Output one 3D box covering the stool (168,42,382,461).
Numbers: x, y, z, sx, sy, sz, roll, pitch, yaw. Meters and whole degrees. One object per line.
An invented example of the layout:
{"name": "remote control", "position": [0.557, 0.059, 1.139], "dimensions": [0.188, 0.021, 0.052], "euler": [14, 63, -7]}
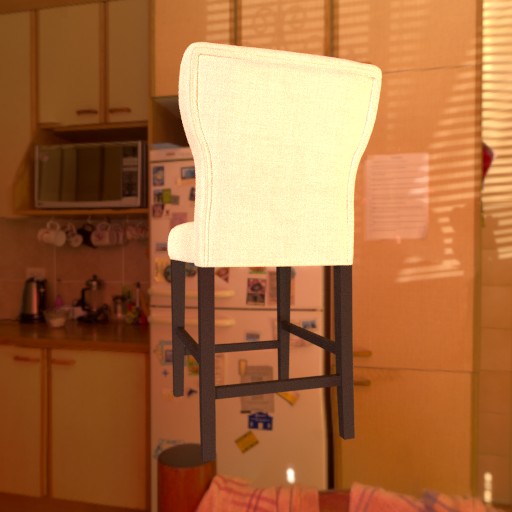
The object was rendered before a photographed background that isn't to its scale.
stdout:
{"name": "stool", "position": [0.000, 0.000, 1.319], "dimensions": [0.514, 0.972, 0.603], "euler": [0, 1, -18]}
